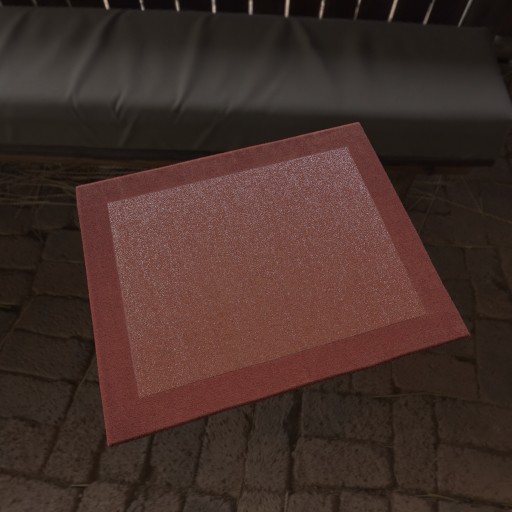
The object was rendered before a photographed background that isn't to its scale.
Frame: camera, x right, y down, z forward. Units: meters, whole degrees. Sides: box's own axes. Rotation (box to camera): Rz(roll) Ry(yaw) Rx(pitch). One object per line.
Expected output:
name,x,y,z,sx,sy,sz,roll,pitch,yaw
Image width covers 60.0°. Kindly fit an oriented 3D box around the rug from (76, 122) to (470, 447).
rug,0.000,0.000,3.971,2.976,0.018,2.430,-15,64,-7
